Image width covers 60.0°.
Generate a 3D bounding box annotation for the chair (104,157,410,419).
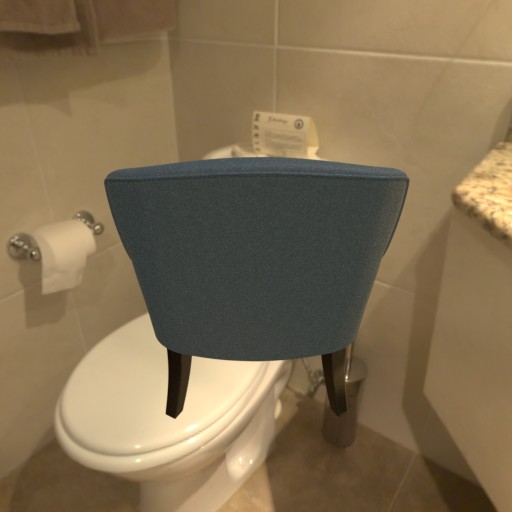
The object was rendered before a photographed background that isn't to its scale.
[{"bbox_3d":[0.000,0.000,1.449,0.770,0.878,0.754,0,30,-1],"label":"chair"}]
